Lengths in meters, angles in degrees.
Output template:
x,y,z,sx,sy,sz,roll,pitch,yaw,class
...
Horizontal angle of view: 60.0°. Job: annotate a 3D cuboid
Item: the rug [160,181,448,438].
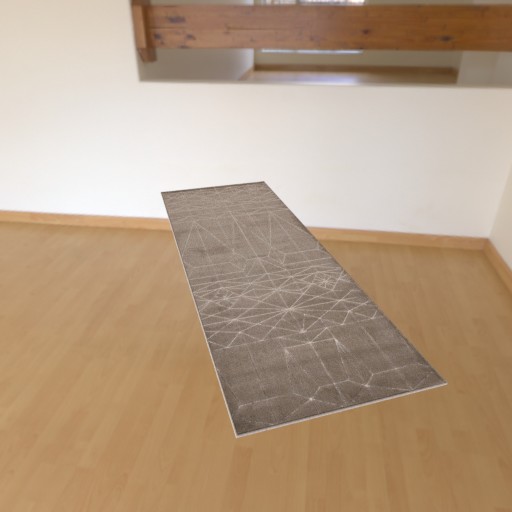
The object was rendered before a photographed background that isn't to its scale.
x,y,z,sx,sy,sz,roll,pitch,yaw,class
0.000,0.000,2.632,0.864,0.012,2.388,-8,31,-15,rug
